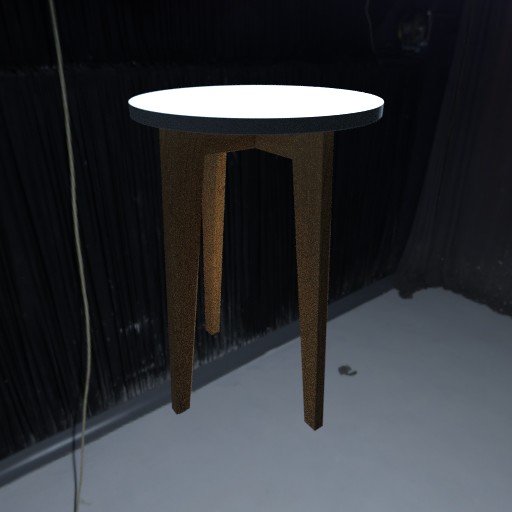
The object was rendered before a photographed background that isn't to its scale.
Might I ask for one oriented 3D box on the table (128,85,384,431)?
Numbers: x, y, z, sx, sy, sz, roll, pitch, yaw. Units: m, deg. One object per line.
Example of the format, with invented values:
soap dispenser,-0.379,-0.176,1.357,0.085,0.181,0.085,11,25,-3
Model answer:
table,0.000,0.000,0.738,0.350,0.500,0.350,0,26,0
